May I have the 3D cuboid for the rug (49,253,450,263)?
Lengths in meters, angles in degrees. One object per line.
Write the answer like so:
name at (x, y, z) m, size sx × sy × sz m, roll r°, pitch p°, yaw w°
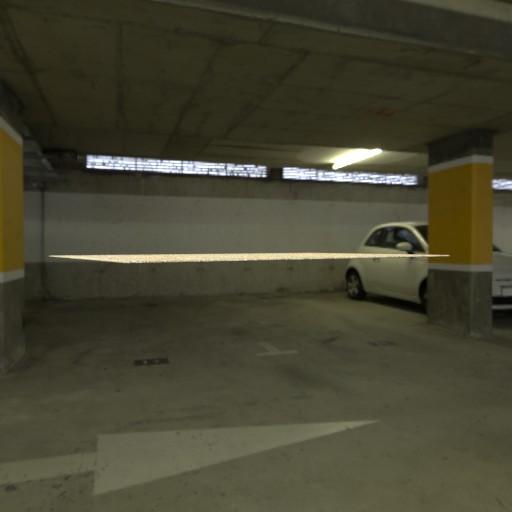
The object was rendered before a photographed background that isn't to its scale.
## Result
rug at (0.000, 0.000, 3.148) m, size 2.446 × 0.009 × 1.529 m, roll -1°, pitch 1°, yaw -36°
